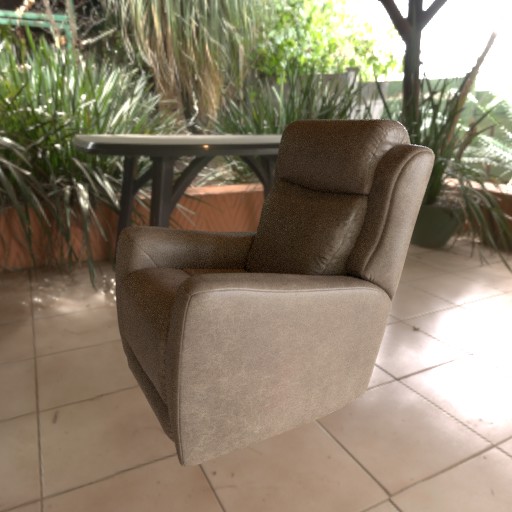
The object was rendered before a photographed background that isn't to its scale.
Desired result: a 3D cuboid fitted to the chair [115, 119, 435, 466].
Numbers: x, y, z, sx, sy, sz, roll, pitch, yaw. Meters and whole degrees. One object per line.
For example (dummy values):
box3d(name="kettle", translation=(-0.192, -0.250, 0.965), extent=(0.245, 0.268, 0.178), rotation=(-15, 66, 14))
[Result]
box3d(name="chair", translation=(0.000, 0.000, 1.890), extent=(1.068, 1.116, 0.967), rotation=(-9, 19, -27))
